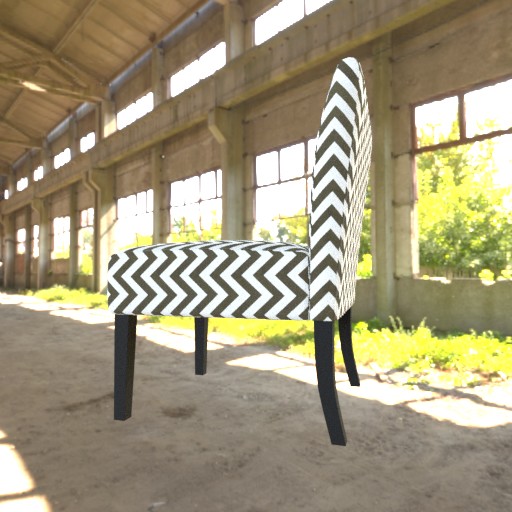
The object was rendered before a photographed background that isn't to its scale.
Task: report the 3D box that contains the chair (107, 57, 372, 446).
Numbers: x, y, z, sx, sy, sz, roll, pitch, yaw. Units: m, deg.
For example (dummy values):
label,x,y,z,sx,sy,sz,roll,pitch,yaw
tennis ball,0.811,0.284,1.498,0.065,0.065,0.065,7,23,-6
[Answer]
label,x,y,z,sx,sy,sz,roll,pitch,yaw
chair,0.000,0.000,1.298,0.648,0.838,0.589,0,-2,17
